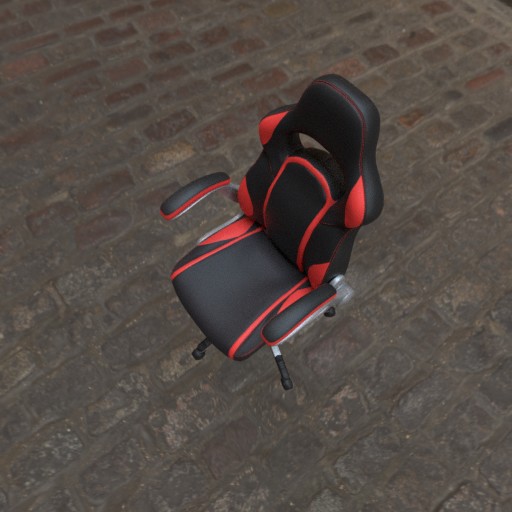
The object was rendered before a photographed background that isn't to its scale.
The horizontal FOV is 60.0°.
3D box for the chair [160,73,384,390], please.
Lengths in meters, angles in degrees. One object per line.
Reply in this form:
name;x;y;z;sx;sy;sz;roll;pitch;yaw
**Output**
chair;0.000;0.000;1.603;0.712;1.165;0.758;-35;67;-17
